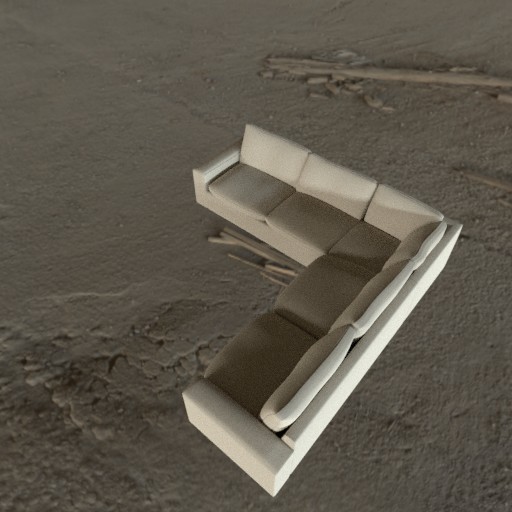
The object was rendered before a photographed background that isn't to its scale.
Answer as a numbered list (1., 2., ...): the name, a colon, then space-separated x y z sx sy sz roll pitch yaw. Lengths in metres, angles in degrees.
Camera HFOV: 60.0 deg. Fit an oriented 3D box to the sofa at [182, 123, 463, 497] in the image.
1. sofa: 0.000 0.000 4.694 3.066 0.918 3.206 31 54 26
